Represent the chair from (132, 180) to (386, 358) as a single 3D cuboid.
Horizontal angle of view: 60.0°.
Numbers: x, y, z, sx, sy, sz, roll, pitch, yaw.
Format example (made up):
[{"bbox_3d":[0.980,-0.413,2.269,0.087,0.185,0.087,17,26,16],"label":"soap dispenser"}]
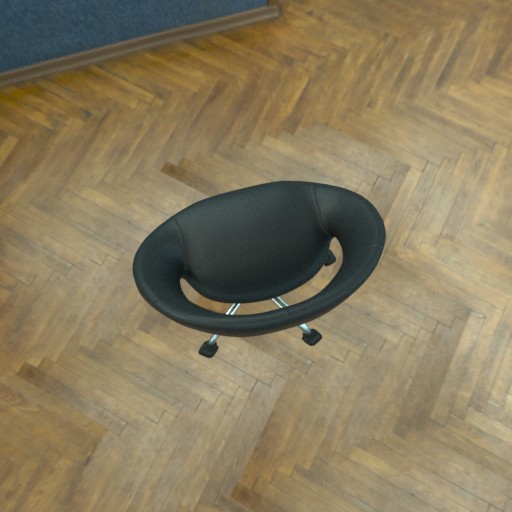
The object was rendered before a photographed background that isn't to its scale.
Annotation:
[{"bbox_3d":[0.000,0.000,1.238,0.612,0.791,0.538,-14,76,-4],"label":"chair"}]
